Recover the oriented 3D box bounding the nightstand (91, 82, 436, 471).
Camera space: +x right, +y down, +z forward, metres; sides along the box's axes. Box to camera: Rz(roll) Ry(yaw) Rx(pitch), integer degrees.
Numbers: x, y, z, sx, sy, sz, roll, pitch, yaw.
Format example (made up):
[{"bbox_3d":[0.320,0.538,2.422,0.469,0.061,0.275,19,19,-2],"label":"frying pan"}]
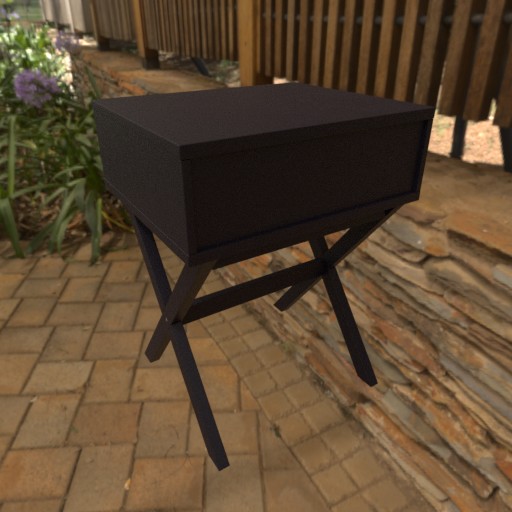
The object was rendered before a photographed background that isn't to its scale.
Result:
[{"bbox_3d":[0.000,0.000,0.944,0.479,0.623,0.402,-17,33,-28],"label":"nightstand"}]
